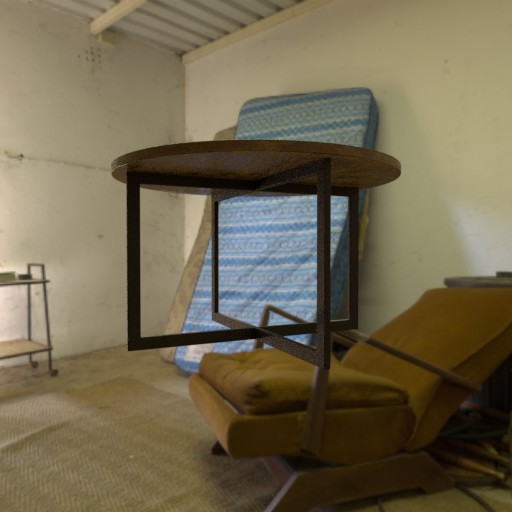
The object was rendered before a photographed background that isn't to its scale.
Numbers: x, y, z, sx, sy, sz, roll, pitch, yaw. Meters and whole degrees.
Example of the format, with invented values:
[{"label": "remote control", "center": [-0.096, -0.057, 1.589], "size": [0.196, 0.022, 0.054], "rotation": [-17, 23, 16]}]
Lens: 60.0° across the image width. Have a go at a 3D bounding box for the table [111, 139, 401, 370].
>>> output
[{"label": "table", "center": [0.000, 0.000, 2.037], "size": [1.264, 0.762, 1.264], "rotation": [0, 1, 0]}]
